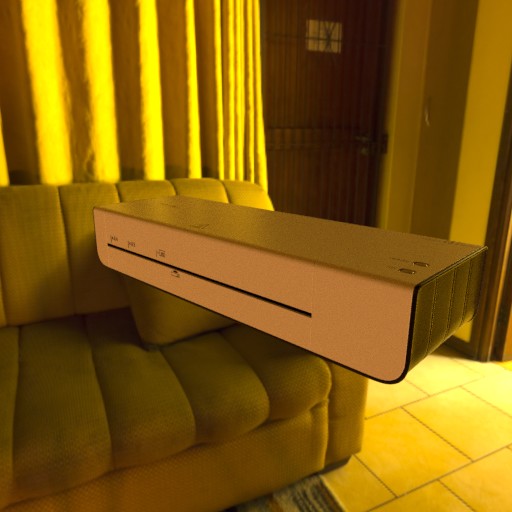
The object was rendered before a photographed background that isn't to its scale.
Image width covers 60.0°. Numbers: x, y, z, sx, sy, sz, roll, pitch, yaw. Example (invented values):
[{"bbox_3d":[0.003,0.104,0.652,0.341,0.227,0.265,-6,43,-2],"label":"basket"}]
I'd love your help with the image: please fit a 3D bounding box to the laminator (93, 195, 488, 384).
[{"bbox_3d":[0.000,0.000,0.386,0.340,0.062,0.123,15,22,41],"label":"laminator"}]
